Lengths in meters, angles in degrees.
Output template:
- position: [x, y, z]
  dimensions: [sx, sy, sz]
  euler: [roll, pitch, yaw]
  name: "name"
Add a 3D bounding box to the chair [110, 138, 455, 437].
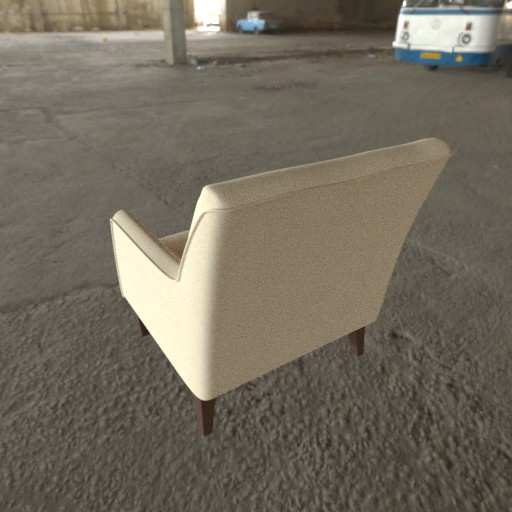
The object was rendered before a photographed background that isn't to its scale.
- position: [0.000, 0.000, 1.596]
  dimensions: [0.780, 0.919, 0.899]
  euler: [-18, 34, -29]
  name: "chair"
